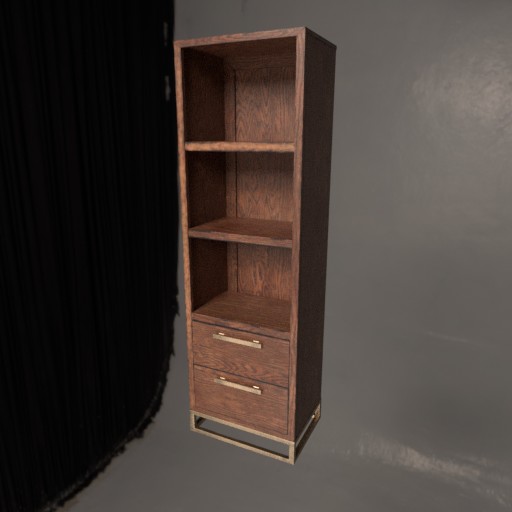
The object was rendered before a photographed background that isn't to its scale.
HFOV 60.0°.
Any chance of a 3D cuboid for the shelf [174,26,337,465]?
[{"bbox_3d":[0.000,0.000,1.965,0.539,1.732,0.395,7,17,25],"label":"shelf"}]
